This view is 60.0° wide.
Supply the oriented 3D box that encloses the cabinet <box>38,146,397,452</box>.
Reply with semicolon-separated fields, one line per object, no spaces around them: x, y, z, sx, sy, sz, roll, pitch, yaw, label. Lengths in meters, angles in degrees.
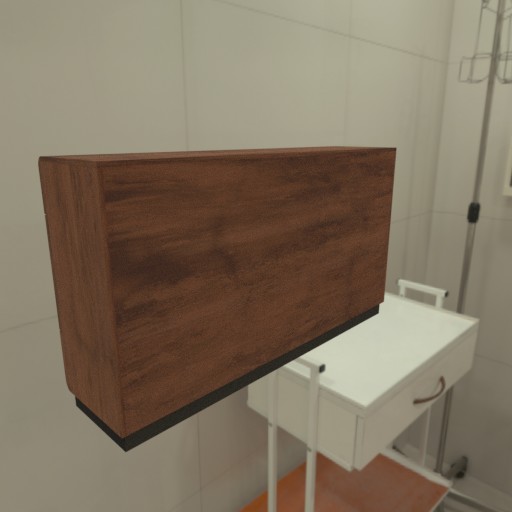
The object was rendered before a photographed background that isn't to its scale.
0.000;0.000;1.946;0.420;0.900;1.600;15;21;42;cabinet
